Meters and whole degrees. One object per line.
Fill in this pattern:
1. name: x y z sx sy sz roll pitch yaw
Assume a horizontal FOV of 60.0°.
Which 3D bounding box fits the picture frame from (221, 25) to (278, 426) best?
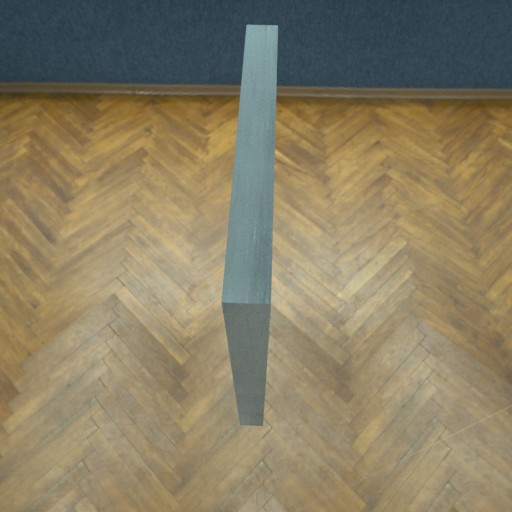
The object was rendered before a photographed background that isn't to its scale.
1. picture frame: 0.000 0.000 0.764 0.046 0.555 0.449 2 58 1
